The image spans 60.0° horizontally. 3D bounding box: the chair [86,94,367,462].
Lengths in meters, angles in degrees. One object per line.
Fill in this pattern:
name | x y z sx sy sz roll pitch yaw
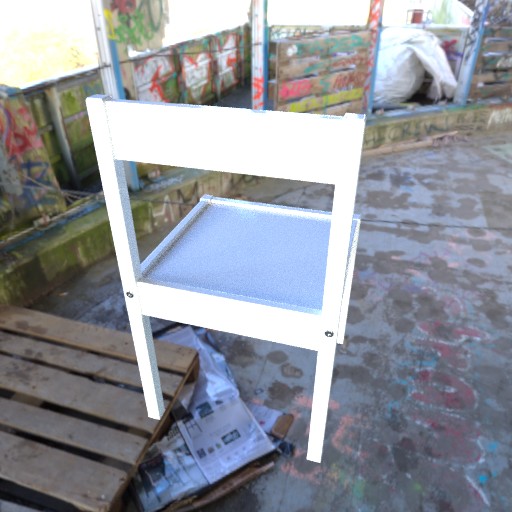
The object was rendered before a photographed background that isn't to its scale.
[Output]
chair | 0.000 0.000 0.671 0.285 0.505 0.285 9 34 14
